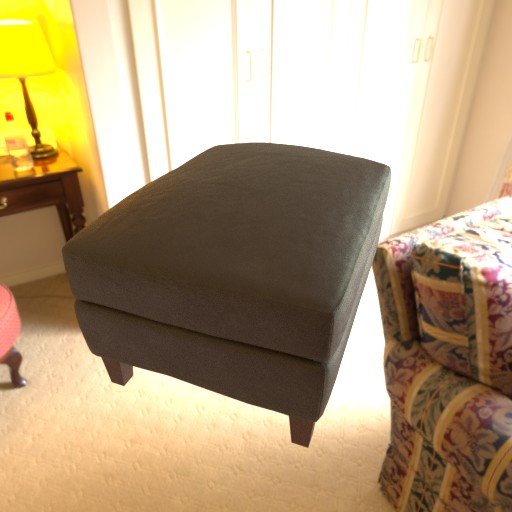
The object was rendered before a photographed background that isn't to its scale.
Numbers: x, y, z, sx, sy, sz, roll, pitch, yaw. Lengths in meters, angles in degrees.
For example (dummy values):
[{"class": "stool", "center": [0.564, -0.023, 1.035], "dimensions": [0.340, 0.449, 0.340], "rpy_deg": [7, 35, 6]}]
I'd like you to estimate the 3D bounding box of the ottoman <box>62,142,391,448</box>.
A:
[{"class": "ottoman", "center": [0.000, 0.000, 1.317], "dimensions": [0.659, 0.529, 0.887], "rpy_deg": [11, 33, 18]}]
